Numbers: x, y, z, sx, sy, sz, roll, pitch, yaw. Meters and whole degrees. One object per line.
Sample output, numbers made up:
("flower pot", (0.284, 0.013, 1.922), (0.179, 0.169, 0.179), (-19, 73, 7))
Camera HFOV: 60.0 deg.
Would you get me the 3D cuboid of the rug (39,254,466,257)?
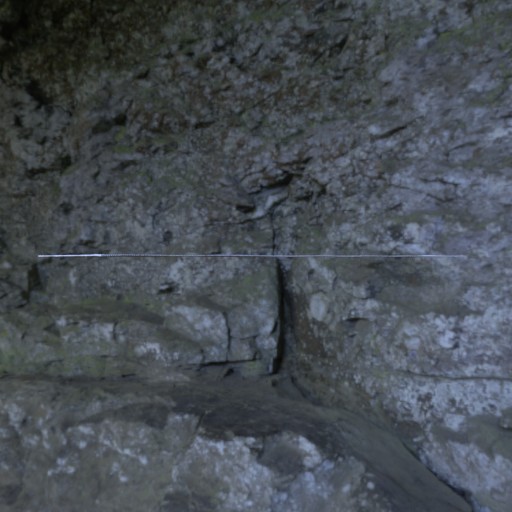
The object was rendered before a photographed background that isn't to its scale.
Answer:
("rug", (0.000, 0.000, 2.974), (2.440, 0.012, 1.522), (0, 0, -34))
